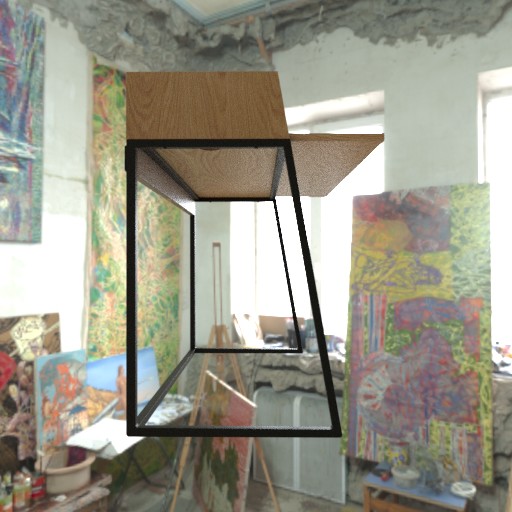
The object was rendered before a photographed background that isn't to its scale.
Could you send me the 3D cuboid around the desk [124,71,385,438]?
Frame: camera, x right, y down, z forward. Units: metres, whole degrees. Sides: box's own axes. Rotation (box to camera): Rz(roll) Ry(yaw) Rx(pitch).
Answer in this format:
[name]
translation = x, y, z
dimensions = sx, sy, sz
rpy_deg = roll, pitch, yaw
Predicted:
[desk]
translation = 0.000, 0.000, 1.878
dimensions = 0.769, 1.061, 1.191
rpy_deg = 0, -1, 1
